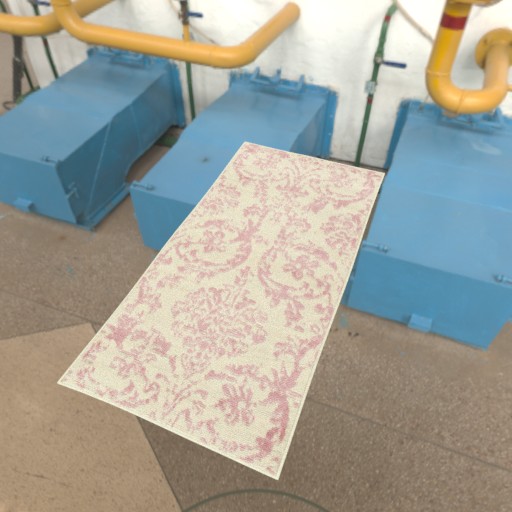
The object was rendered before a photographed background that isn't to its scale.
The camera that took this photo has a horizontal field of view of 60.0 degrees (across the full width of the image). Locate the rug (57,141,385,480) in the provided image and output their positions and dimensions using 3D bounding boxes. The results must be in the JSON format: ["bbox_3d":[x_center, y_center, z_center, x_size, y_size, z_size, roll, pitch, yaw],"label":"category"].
[{"bbox_3d":[0.000,0.000,1.440,0.604,0.007,1.219,17,49,15],"label":"rug"}]
